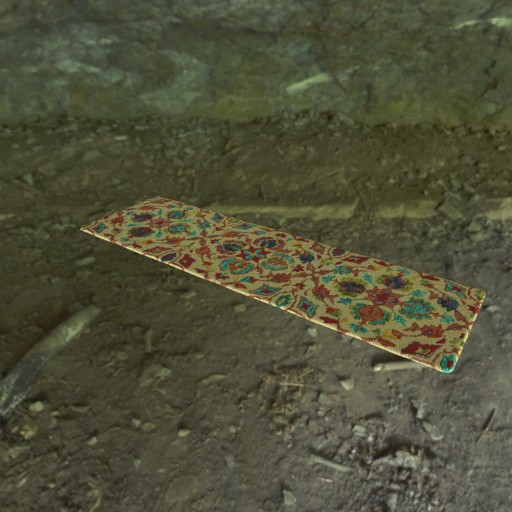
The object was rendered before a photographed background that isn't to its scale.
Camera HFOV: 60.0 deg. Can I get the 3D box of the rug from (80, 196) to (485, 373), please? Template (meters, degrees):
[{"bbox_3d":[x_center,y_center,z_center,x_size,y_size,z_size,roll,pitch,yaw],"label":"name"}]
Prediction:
[{"bbox_3d":[0.000,0.000,2.491,2.273,0.016,0.693,18,34,30],"label":"rug"}]
